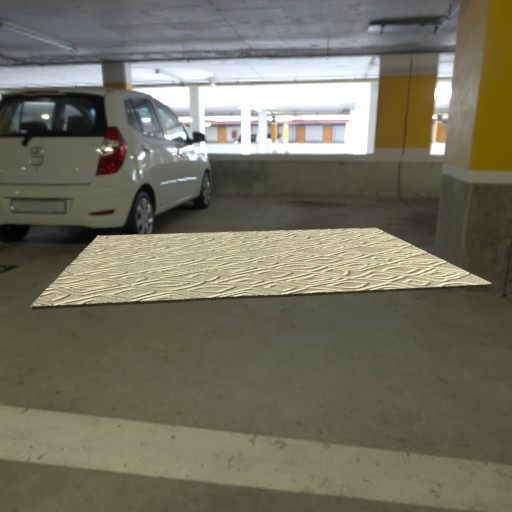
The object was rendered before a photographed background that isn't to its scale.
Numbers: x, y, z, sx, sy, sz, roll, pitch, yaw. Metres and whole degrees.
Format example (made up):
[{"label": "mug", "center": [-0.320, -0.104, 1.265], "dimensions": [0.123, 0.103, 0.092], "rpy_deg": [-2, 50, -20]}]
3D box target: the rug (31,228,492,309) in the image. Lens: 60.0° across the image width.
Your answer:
[{"label": "rug", "center": [0.000, 0.000, 2.309], "dimensions": [1.832, 0.016, 1.224], "rpy_deg": [-2, 15, -8]}]
